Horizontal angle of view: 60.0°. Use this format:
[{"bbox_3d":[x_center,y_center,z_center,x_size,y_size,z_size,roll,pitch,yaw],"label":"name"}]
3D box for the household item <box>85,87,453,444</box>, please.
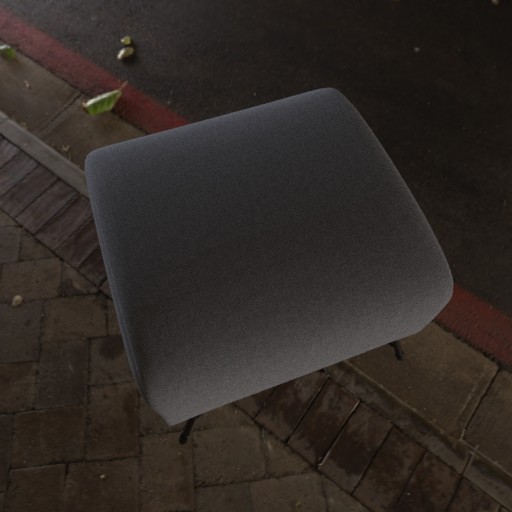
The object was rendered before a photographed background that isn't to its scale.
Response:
[{"bbox_3d":[0.000,0.000,0.893,0.530,0.410,0.530,-18,65,-9],"label":"household item"}]
